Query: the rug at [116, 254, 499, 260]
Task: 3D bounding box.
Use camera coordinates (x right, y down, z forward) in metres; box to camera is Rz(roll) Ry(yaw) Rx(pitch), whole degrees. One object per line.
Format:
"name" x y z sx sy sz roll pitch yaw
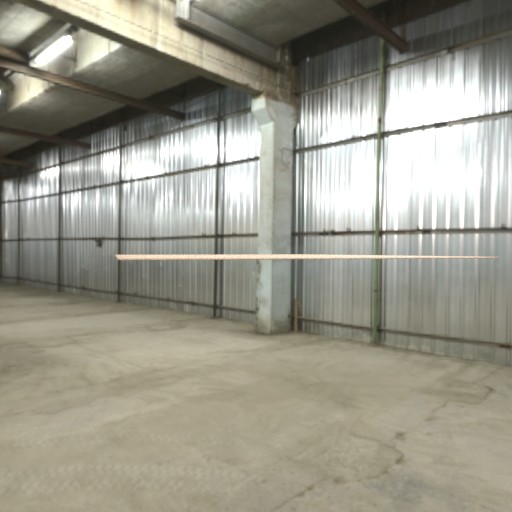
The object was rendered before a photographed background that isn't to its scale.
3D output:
"rug" 0.000 0.000 3.826 2.313 0.009 2.939 0 1 -18
